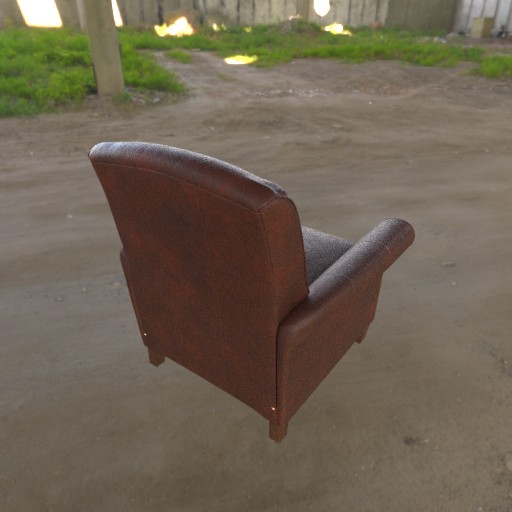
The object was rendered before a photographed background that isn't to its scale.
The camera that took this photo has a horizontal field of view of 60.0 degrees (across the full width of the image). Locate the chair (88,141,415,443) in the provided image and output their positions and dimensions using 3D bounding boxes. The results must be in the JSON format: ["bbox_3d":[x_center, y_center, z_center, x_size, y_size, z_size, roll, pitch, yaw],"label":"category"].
[{"bbox_3d":[0.000,0.000,1.797,0.978,1.061,0.902,20,35,31],"label":"chair"}]
